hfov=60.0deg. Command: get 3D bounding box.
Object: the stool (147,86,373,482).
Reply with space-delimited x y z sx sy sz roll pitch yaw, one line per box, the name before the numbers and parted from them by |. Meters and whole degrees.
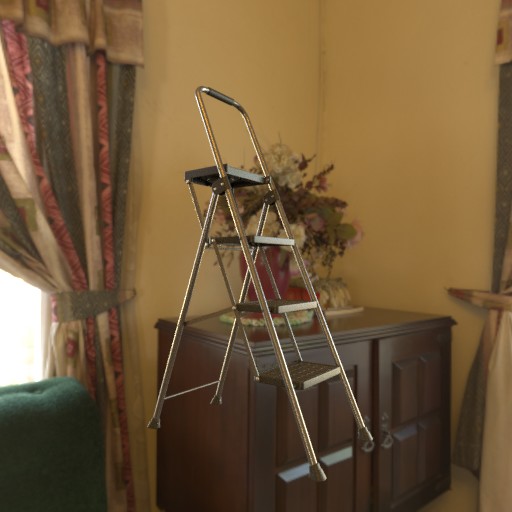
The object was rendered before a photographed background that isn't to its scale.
stool | 0.000 0.000 1.615 0.733 1.277 0.396 -1 -2 36
